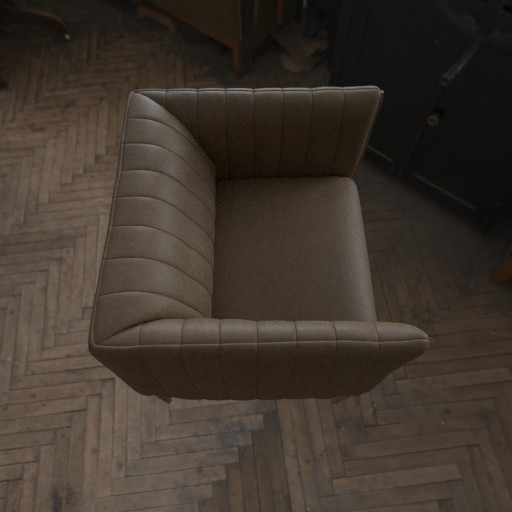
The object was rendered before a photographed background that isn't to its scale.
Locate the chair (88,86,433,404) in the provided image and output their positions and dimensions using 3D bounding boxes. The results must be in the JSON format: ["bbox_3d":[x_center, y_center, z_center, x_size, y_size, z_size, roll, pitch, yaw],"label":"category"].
[{"bbox_3d":[0.000,0.000,1.627,0.876,0.779,0.981,-1,63,0],"label":"chair"}]
